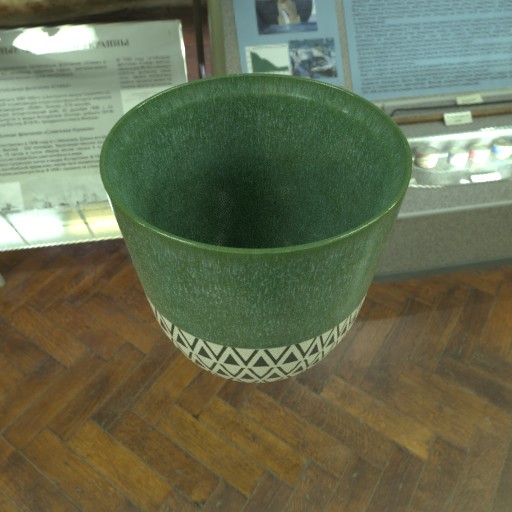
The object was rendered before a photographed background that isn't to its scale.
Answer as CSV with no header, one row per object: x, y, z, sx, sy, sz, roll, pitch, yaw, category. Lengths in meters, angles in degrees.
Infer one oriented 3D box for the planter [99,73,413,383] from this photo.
0.000,0.000,0.360,0.195,0.214,0.195,0,47,0,planter
